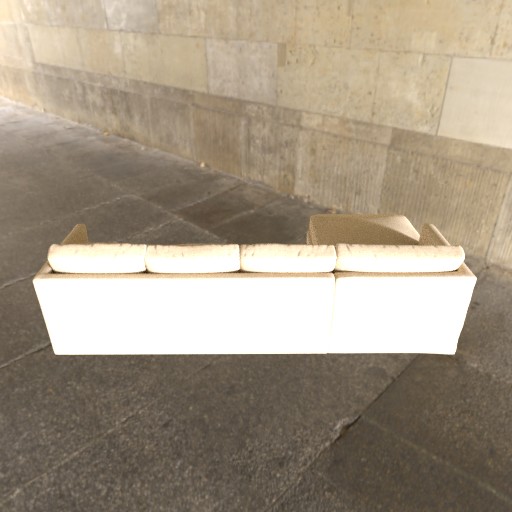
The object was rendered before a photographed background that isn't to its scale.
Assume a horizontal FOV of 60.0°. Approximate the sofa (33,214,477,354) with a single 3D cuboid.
[{"bbox_3d":[0.000,0.000,3.990,3.205,0.922,1.650,0,30,0],"label":"sofa"}]
